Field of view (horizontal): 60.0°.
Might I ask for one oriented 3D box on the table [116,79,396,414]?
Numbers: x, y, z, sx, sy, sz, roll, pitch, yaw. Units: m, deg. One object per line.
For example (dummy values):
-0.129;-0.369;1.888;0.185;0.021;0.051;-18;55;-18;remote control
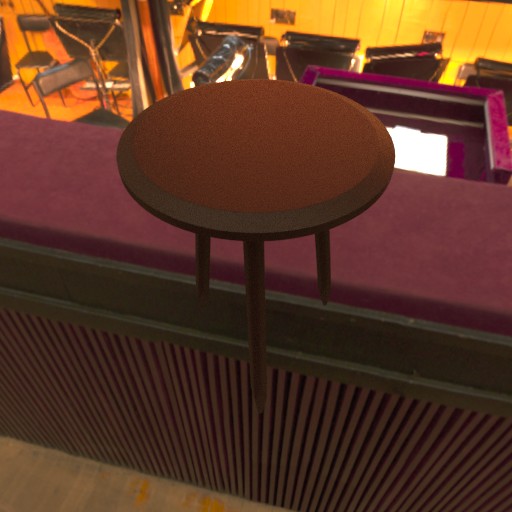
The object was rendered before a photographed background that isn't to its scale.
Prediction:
0.000;0.000;0.946;0.457;0.585;0.457;0;46;0;table
